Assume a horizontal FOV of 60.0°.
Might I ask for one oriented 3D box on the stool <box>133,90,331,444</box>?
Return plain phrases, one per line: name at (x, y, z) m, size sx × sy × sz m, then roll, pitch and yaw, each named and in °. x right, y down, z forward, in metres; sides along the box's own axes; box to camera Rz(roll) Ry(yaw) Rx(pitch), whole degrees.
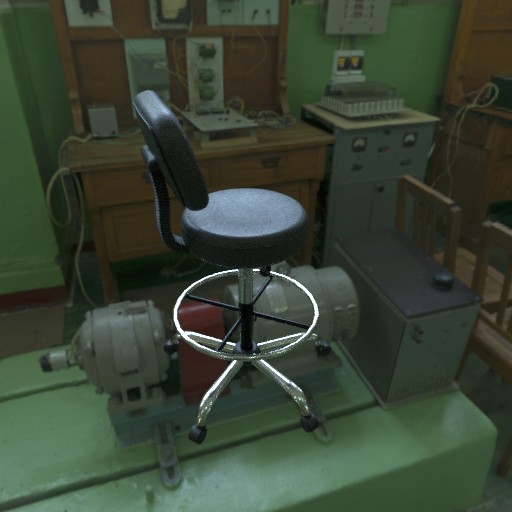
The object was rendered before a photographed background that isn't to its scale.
stool at (0.000, 0.000, 1.498) m, size 0.658 × 1.069 × 0.694 m, roll -11°, pitch 32°, yaw -17°
